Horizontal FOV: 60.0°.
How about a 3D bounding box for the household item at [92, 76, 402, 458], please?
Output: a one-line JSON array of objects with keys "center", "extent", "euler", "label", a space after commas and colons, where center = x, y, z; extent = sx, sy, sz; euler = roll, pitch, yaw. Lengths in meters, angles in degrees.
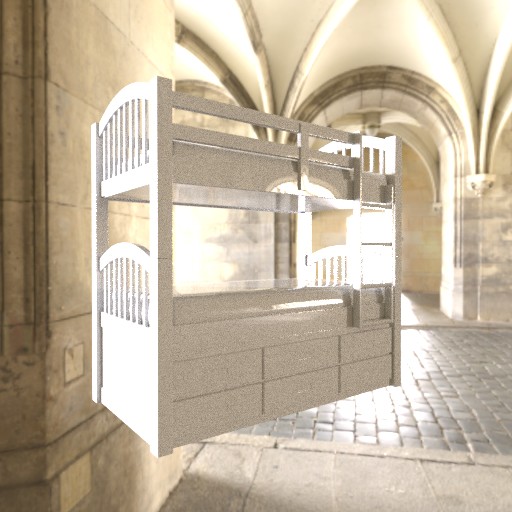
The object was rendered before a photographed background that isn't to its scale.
[{"center": [0.000, 0.000, 3.271], "extent": [2.032, 2.032, 1.143], "euler": [0, 1, -36], "label": "household item"}]
